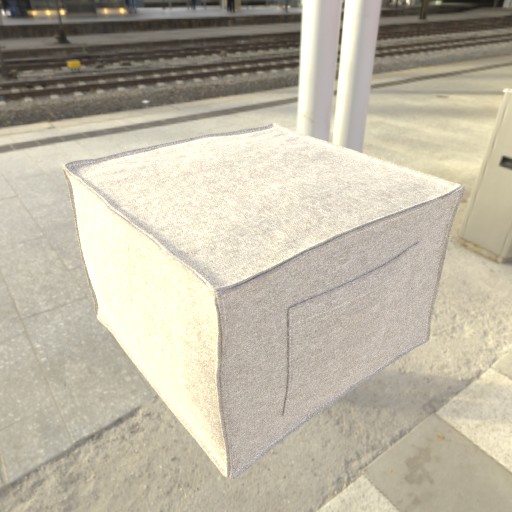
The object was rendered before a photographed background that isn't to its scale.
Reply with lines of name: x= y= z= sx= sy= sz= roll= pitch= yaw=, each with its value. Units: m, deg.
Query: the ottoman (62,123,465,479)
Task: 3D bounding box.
ottoman: x=0.000 y=0.000 z=1.128 sx=0.707 sy=0.470 sz=0.696 roll=-22 pitch=37 yaw=-32
